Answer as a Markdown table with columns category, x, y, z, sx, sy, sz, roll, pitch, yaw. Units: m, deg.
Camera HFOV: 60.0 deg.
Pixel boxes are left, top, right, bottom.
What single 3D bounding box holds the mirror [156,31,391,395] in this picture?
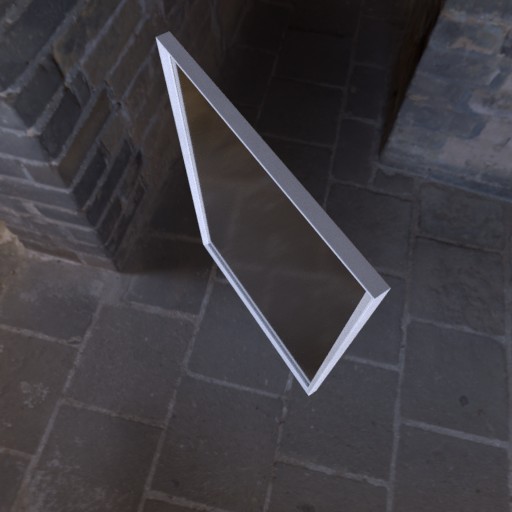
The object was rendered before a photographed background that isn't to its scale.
| category | x | y | z | sx | sy | sz | roll | pitch | yaw |
| --- | --- | --- | --- | --- | --- | --- | --- | --- | --- |
| mirror | 0.000 | 0.000 | 1.330 | 0.041 | 1.016 | 0.762 | -31 | 68 | -14 |
